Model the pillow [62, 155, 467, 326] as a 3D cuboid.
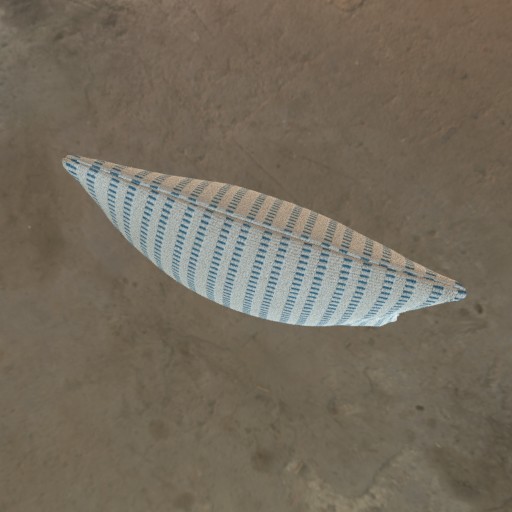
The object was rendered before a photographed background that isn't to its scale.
[{"bbox_3d":[0.000,0.000,0.815,0.640,0.353,0.210,19,77,4],"label":"pillow"}]
